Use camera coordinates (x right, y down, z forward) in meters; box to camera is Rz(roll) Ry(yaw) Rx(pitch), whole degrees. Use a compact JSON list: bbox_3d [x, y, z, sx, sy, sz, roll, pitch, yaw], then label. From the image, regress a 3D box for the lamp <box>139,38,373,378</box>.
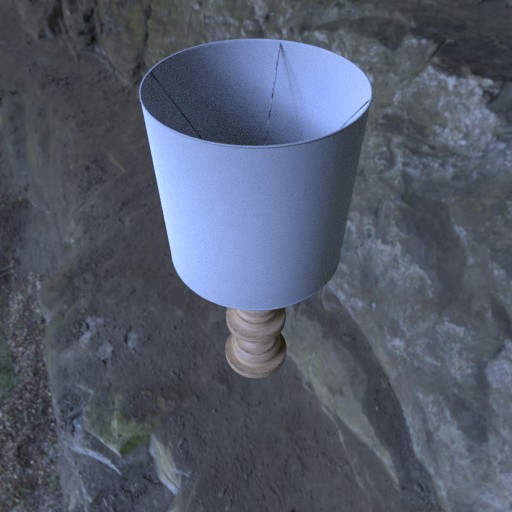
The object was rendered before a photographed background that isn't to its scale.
[{"bbox_3d":[0.000,0.000,0.567,0.208,0.455,0.208,-4,47,-4],"label":"lamp"}]
